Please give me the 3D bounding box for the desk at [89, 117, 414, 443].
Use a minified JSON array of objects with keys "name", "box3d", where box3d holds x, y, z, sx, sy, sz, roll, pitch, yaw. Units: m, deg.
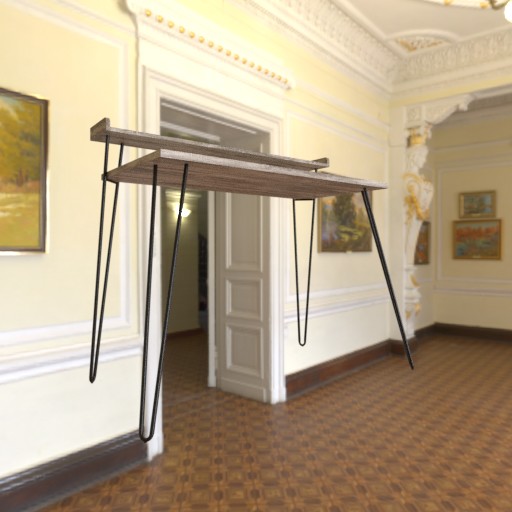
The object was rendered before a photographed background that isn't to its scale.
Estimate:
[{"name":"desk","box3d":[0.000,0.000,1.643,1.135,0.899,0.605,0,1,-37]}]
